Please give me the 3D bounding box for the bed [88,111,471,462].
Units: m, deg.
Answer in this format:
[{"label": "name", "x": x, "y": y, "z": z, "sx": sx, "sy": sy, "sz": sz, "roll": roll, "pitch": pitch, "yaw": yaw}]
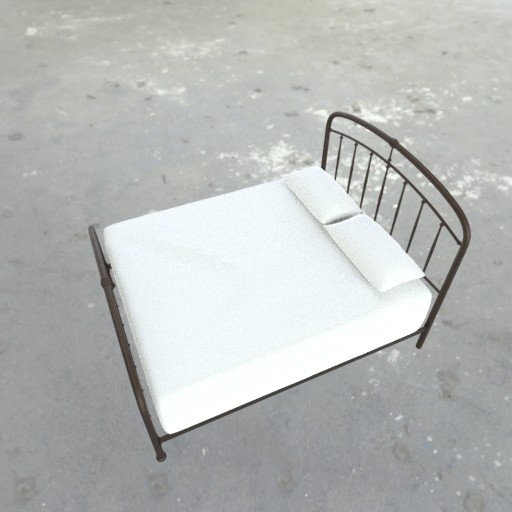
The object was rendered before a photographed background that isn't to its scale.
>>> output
[{"label": "bed", "x": 0.000, "y": 0.000, "z": 3.278, "sx": 2.180, "sy": 1.425, "sz": 1.711, "roll": -18, "pitch": 47, "yaw": -17}]
